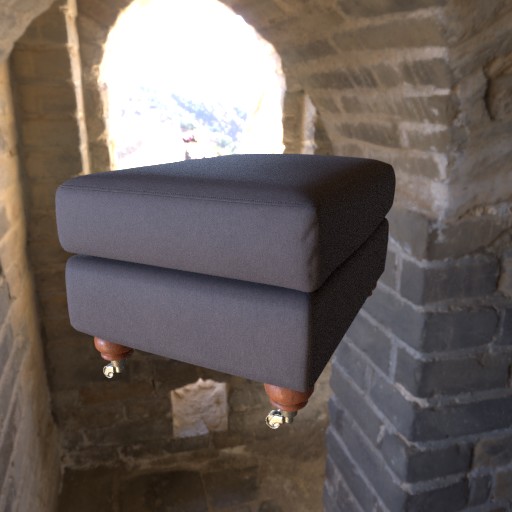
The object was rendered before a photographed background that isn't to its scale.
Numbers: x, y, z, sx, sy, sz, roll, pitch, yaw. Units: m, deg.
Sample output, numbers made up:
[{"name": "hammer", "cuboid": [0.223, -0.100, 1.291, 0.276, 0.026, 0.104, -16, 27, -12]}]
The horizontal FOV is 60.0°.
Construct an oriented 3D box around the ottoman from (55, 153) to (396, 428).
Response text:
[{"name": "ottoman", "cuboid": [0.000, 0.000, 1.141, 0.574, 0.497, 0.773, 8, 19, 24]}]
